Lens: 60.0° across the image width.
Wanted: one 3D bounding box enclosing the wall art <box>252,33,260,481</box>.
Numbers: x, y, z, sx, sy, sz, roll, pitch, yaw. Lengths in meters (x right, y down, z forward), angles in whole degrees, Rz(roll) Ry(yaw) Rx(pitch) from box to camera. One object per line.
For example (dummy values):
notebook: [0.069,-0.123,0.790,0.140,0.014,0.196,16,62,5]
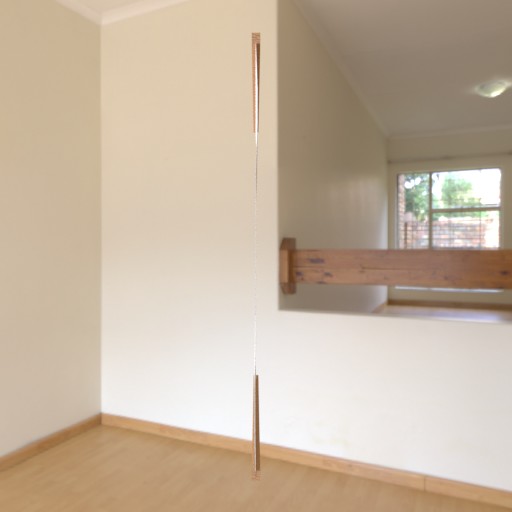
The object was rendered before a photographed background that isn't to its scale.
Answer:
wall art: [0.000,0.000,0.828,0.011,0.605,0.458,0,1,0]
